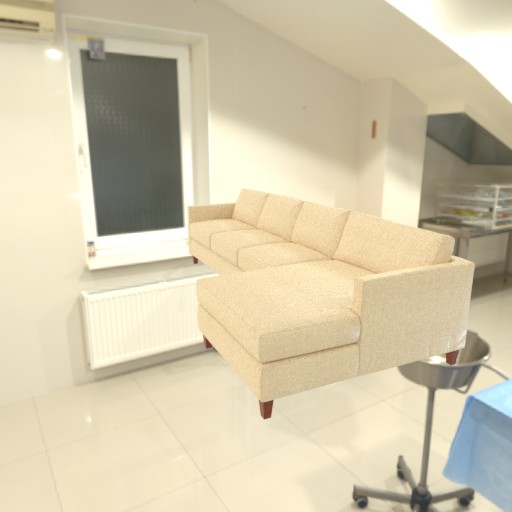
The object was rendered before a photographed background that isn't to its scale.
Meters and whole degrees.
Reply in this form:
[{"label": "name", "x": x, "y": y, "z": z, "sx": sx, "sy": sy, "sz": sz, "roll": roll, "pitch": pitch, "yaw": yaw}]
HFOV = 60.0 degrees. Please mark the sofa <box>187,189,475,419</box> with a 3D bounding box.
[{"label": "sofa", "x": 0.000, "y": 0.000, "z": 4.159, "sx": 1.603, "sy": 0.954, "sz": 3.471, "roll": -7, "pitch": 16, "yaw": -25}]
